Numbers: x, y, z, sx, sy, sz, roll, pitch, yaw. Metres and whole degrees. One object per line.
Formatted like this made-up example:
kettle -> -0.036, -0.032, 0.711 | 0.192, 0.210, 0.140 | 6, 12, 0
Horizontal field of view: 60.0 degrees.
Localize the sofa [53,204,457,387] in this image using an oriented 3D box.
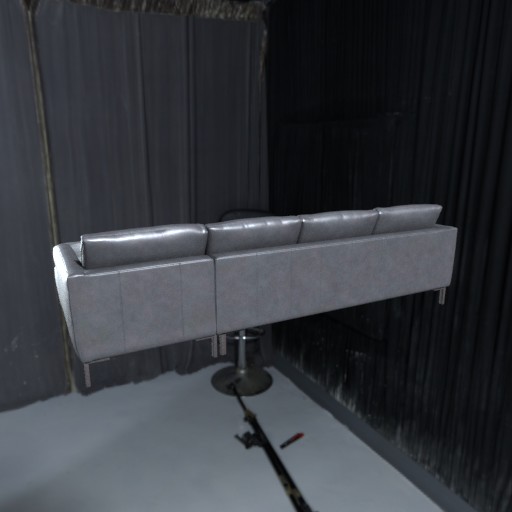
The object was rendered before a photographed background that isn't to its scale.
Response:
sofa -> 0.000, 0.000, 3.634 | 2.993, 0.859, 1.471 | -7, 16, -27
